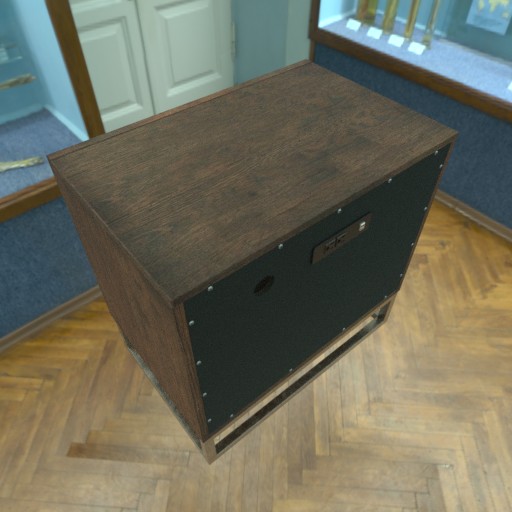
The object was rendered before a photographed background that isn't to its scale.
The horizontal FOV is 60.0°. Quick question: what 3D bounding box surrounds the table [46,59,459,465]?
[{"bbox_3d":[0.000,0.000,1.255,0.767,0.746,0.542,-31,54,-26],"label":"table"}]
